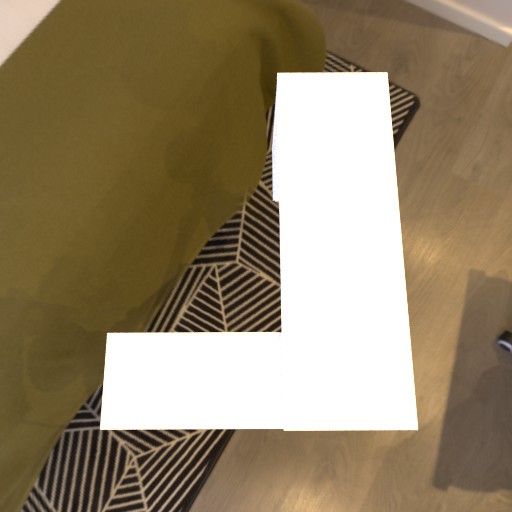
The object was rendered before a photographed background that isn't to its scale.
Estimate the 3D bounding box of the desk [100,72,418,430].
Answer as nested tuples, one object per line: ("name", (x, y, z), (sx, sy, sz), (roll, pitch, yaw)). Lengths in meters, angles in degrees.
("desk", (0.000, 0.000, 2.200), (1.199, 0.759, 1.524), (0, 76, 0))
